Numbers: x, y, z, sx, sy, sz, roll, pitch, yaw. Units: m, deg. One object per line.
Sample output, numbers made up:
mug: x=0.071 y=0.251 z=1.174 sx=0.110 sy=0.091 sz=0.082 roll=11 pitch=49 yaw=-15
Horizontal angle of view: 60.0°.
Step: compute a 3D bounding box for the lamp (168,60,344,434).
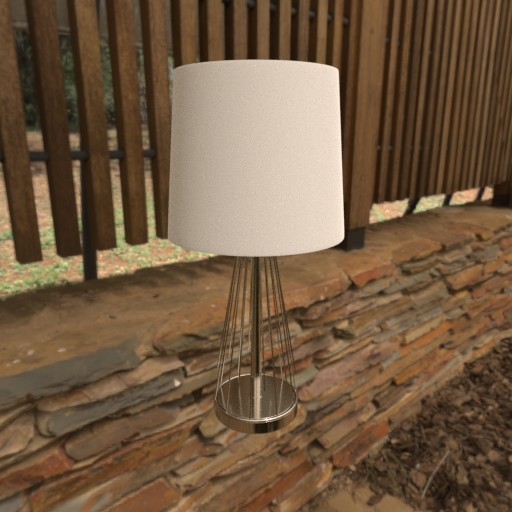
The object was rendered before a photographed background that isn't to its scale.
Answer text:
lamp: x=0.000 y=0.000 z=0.787 sx=0.303 sy=0.618 sz=0.303 roll=0 pitch=16 yaw=0
